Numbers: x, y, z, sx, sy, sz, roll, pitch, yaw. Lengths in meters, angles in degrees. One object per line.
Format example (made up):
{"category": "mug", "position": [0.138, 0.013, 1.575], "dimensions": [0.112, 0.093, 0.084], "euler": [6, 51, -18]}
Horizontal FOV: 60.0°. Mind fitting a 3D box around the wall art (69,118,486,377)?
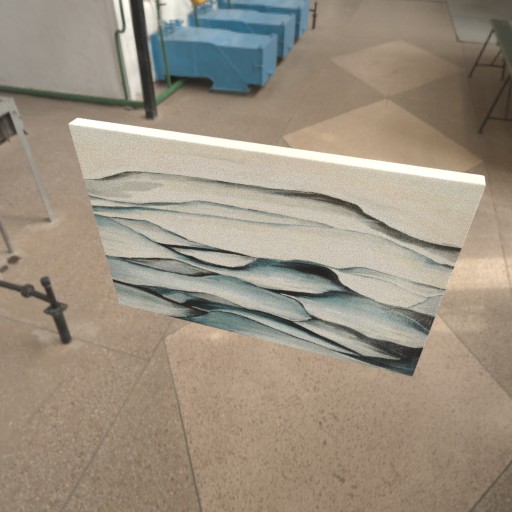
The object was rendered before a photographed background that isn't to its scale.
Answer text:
{"category": "wall art", "position": [0.000, 0.000, 1.143], "dimensions": [0.914, 0.609, 0.039], "euler": [12, 41, 13]}
